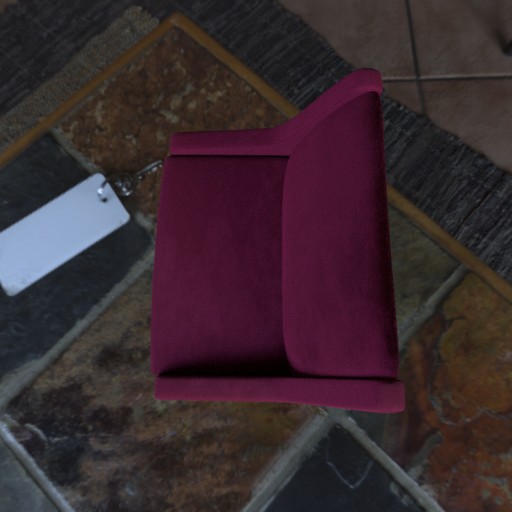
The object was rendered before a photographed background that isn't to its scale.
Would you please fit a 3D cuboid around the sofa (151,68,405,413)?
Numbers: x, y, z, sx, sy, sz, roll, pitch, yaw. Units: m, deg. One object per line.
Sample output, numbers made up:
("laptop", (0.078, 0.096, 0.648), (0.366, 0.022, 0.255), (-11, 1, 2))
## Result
("sofa", (0.000, 0.000, 1.976), (0.946, 0.976, 1.242), (0, 76, 0))
